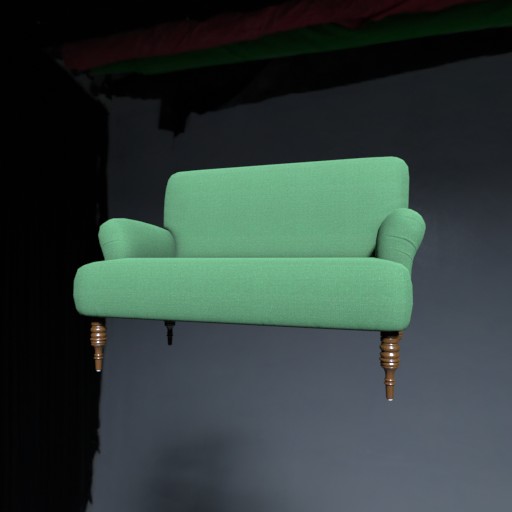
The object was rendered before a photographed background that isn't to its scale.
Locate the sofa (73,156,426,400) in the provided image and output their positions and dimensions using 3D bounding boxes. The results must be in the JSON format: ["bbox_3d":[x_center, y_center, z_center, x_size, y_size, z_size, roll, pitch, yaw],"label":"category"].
[{"bbox_3d":[0.000,0.000,1.826,1.297,0.889,0.779,0,-1,19],"label":"sofa"}]
